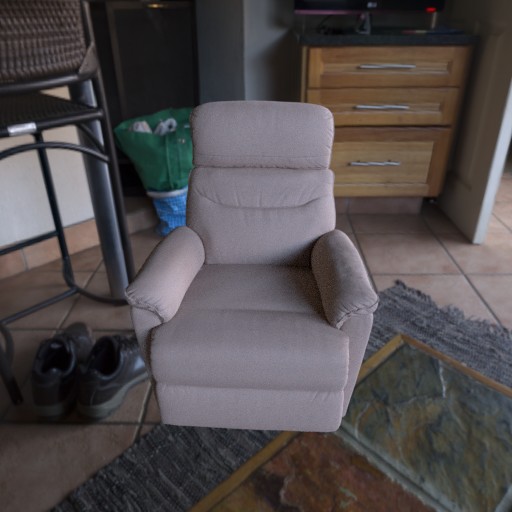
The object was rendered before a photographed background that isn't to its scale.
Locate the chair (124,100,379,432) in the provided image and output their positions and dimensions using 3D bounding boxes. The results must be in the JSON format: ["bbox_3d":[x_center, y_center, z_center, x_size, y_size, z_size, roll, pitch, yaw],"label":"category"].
[{"bbox_3d":[0.000,0.000,1.764,0.820,1.037,1.004,2,29,3],"label":"chair"}]
